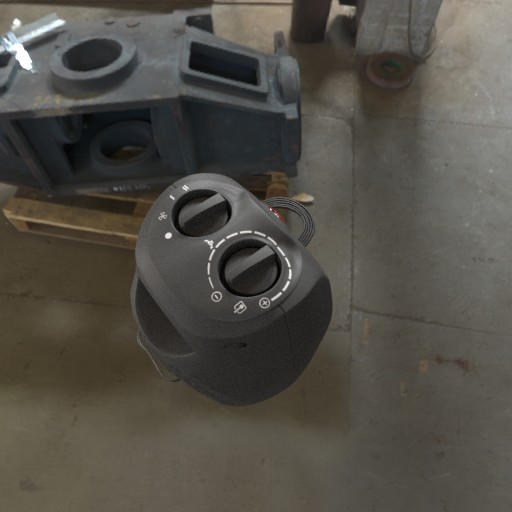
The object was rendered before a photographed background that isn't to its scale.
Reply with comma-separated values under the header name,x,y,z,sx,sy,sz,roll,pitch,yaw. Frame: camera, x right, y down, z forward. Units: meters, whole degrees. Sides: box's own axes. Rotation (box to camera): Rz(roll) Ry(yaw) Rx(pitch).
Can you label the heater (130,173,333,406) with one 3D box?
name,x,y,z,sx,sy,sz,roll,pitch,yaw
heater,0.000,0.000,0.460,0.291,0.240,0.239,-34,66,-18
